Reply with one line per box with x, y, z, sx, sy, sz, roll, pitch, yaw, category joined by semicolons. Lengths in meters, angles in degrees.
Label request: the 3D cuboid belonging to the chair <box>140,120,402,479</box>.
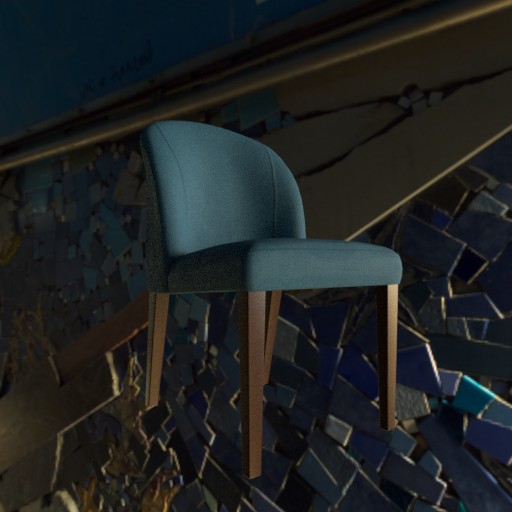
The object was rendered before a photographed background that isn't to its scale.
0.000;0.000;1.222;0.507;0.879;0.620;0;-1;-35;chair
